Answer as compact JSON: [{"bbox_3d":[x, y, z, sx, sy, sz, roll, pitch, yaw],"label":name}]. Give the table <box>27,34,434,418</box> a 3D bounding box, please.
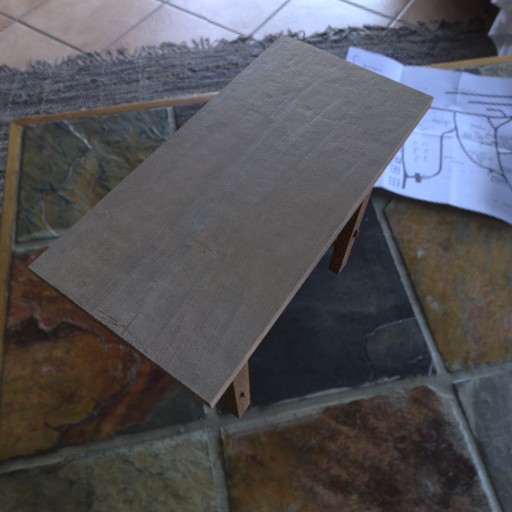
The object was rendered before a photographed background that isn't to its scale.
[{"bbox_3d":[0.000,0.000,1.605,0.556,0.914,1.119,31,64,17],"label":"table"}]
